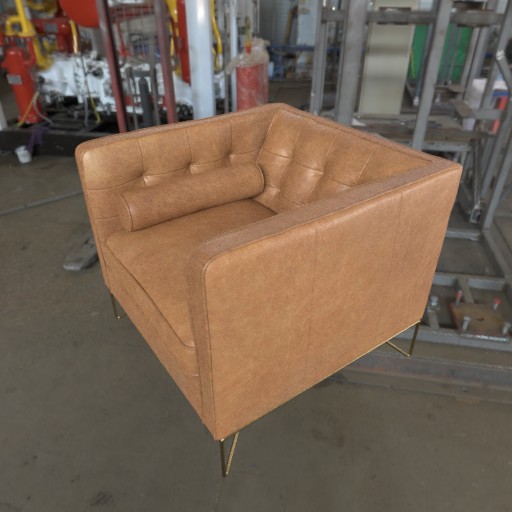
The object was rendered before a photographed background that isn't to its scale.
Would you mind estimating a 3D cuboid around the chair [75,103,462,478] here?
[{"bbox_3d":[0.000,0.000,1.619,0.912,0.797,0.920,-21,39,-29],"label":"chair"}]
